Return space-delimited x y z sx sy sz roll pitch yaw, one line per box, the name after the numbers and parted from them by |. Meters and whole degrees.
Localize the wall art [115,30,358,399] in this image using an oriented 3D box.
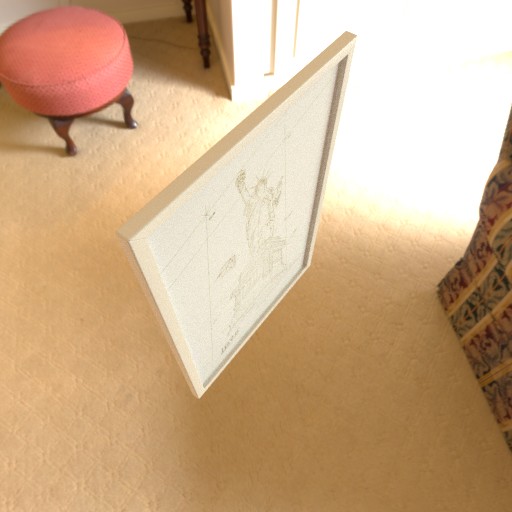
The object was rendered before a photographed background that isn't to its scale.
0.000 0.000 1.486 0.038 1.183 0.808 34 64 19 | wall art
